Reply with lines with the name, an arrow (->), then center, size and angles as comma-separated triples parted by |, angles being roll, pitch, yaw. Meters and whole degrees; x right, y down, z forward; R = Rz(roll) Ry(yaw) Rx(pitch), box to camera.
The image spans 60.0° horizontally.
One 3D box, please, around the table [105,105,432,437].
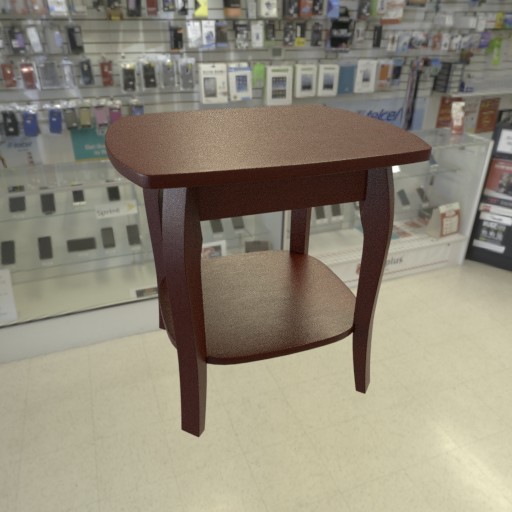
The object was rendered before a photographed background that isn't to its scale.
table -> 0.000, 0.000, 0.883 | 0.502, 0.496, 0.433 | -9, 29, -16
